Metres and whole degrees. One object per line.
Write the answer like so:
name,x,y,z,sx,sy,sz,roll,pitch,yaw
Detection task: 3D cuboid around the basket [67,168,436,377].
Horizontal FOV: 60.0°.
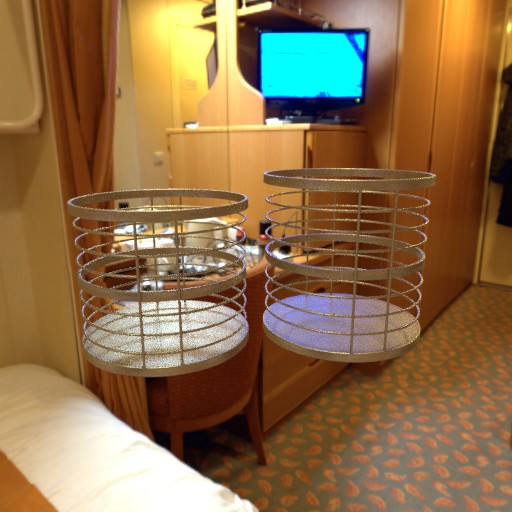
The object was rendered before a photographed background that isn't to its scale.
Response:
basket,0.000,0.000,0.962,0.746,0.351,0.356,-2,15,-8
